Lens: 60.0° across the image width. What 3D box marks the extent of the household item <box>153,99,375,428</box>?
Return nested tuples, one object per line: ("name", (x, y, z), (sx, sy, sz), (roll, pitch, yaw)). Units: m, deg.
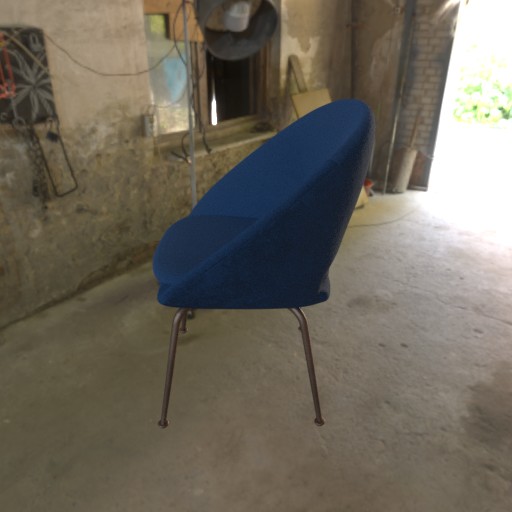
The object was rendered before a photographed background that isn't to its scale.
("household item", (0.000, 0.000, 1.285), (0.573, 0.852, 0.623), (0, 27, -1))
